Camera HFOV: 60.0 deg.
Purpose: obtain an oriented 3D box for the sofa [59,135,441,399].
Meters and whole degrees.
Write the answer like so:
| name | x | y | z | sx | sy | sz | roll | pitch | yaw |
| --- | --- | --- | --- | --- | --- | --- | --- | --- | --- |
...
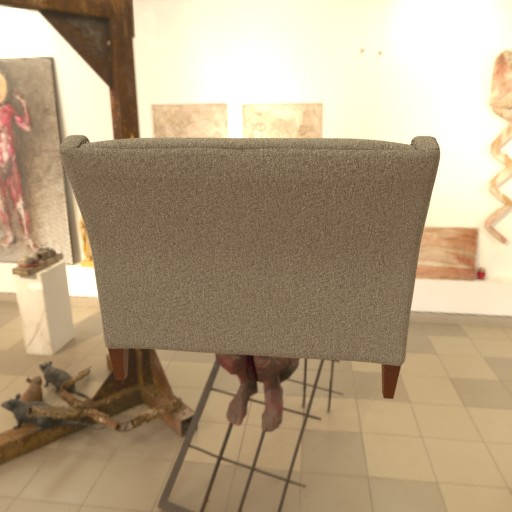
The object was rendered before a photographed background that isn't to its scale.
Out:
| name | x | y | z | sx | sy | sz | roll | pitch | yaw |
| --- | --- | --- | --- | --- | --- | --- | --- | --- | --- |
| sofa | 0.000 | 0.000 | 1.922 | 1.242 | 1.026 | 0.862 | 2 | 17 | 7 |
